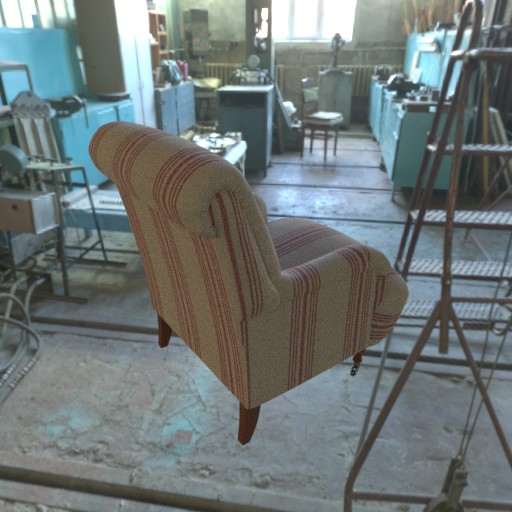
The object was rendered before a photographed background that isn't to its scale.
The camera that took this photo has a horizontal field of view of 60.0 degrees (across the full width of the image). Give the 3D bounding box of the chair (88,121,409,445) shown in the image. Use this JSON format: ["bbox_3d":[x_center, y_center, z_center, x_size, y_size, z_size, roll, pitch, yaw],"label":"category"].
[{"bbox_3d":[0.000,0.000,1.888,1.058,1.123,0.933,-18,31,-31],"label":"chair"}]
